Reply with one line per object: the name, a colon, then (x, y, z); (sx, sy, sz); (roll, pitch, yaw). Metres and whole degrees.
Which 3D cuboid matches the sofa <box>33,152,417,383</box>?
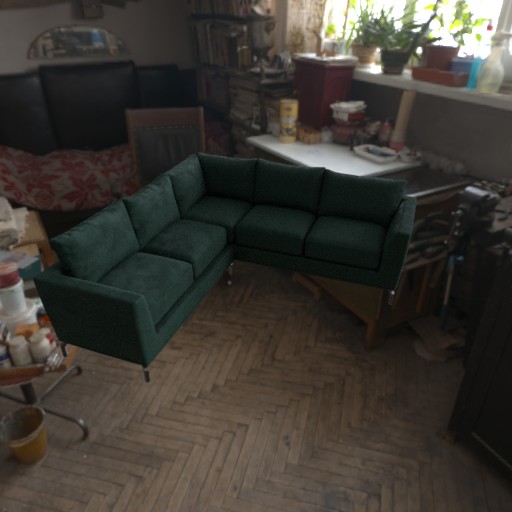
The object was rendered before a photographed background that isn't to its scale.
sofa: (0.000, 0.000, 3.844); (2.452, 1.004, 2.468); (11, 32, 18)
